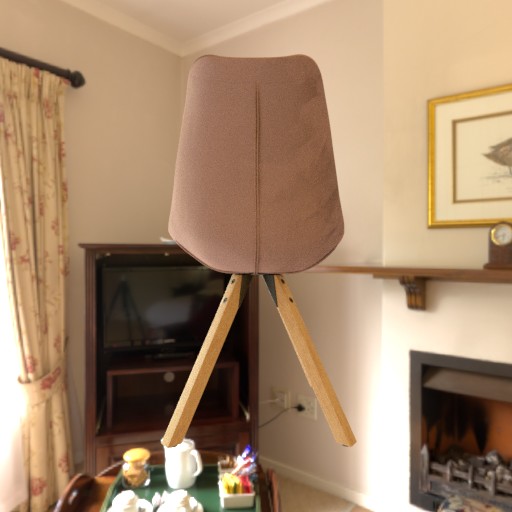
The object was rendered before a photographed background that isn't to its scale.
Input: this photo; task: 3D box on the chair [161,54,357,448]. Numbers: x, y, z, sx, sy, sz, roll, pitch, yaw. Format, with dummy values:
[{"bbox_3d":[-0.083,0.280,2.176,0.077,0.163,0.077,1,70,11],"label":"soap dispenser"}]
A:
[{"bbox_3d":[0.000,0.000,1.184,0.485,0.850,0.550,0,0,-1],"label":"chair"}]
